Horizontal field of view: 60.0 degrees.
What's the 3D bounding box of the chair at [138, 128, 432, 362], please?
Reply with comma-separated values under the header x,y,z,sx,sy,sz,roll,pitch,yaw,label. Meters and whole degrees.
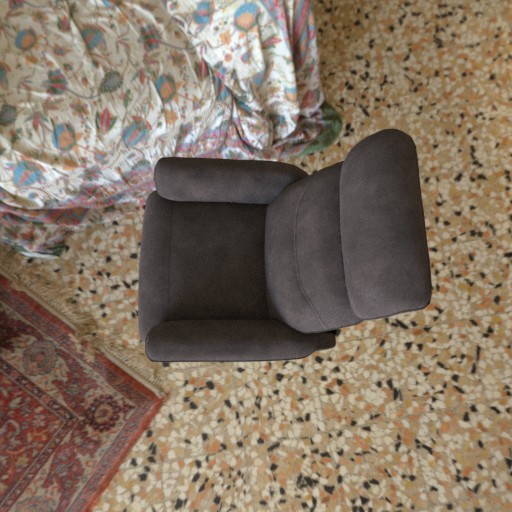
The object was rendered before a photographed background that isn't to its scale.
x,y,z,sx,sy,sz,roll,pitch,yaw,label
0.000,0.000,1.785,1.009,1.035,0.830,-1,75,0,chair
